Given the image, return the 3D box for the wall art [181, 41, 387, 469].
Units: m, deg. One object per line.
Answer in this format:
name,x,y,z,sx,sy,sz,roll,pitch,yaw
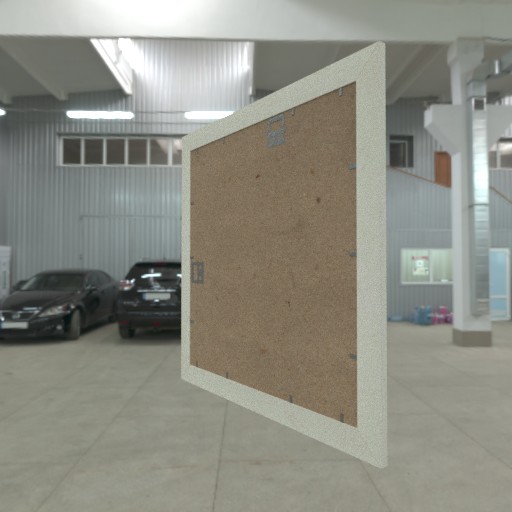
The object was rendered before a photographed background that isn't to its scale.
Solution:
wall art,0.000,0.000,0.845,0.013,0.584,0.584,1,-1,-37
